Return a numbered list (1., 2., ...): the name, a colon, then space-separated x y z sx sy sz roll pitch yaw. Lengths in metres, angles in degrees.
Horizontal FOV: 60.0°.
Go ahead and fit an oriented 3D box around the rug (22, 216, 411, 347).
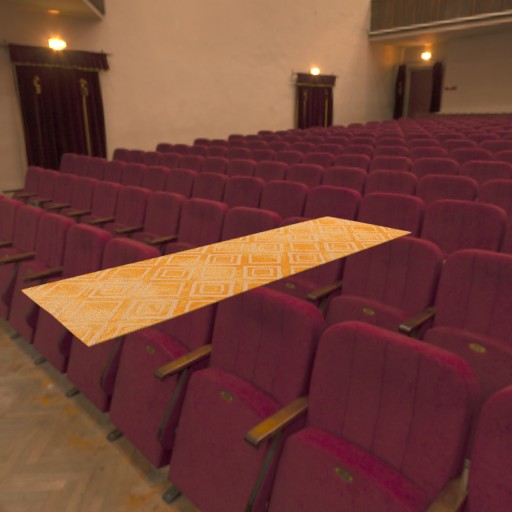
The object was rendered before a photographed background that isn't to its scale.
1. rug: 0.000 0.000 2.693 2.438 0.010 0.775 -16 23 -42
